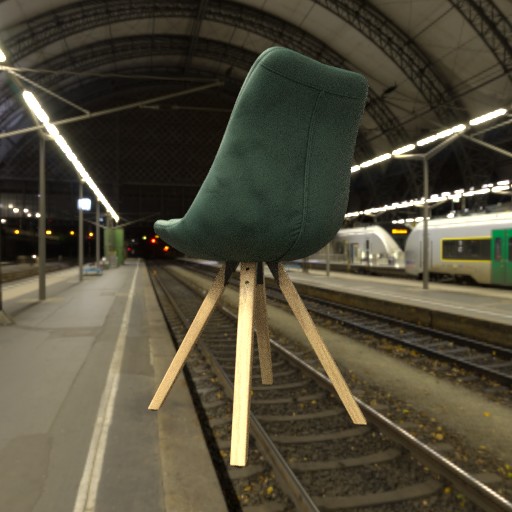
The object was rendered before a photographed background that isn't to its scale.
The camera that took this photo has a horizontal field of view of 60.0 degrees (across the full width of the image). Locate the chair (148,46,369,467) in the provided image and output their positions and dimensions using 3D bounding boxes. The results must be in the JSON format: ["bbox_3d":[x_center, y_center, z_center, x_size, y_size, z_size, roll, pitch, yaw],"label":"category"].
[{"bbox_3d":[0.000,0.000,1.192,0.483,0.865,0.547,0,1,-36],"label":"chair"}]
